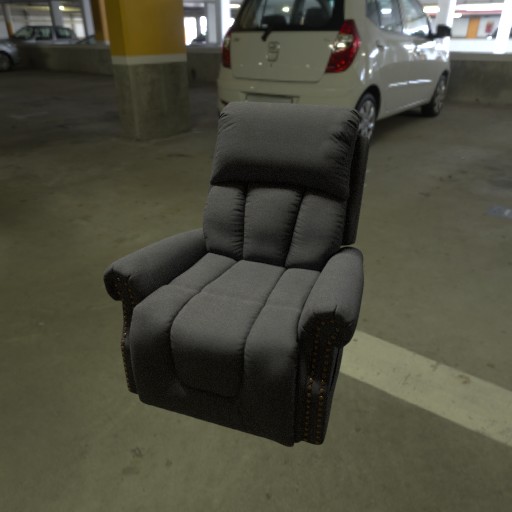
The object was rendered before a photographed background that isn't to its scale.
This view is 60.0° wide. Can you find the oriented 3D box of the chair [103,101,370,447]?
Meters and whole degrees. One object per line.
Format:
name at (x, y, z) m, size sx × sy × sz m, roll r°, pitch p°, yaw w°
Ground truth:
chair at (0.000, 0.000, 1.726) m, size 0.871 × 1.031 × 0.979 m, roll 9°, pitch 28°, yaw 17°
